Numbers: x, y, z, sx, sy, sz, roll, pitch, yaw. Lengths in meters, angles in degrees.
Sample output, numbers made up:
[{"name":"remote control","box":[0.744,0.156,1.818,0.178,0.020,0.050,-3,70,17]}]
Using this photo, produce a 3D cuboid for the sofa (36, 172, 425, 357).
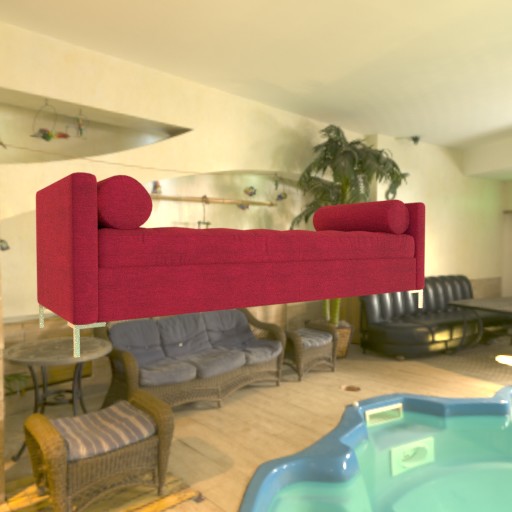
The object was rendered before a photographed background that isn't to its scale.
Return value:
[{"name":"sofa","box":[0.000,0.000,2.319,1.981,0.635,0.686,-1,2,-36]}]
